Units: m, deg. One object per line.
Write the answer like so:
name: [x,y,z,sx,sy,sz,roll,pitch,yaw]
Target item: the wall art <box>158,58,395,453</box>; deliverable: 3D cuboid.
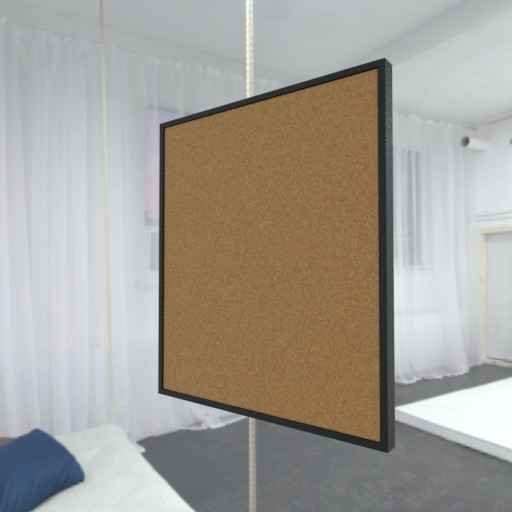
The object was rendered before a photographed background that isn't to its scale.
wall art: [0.000,0.000,0.534,0.330,0.381,0.019,-1,-2,37]
